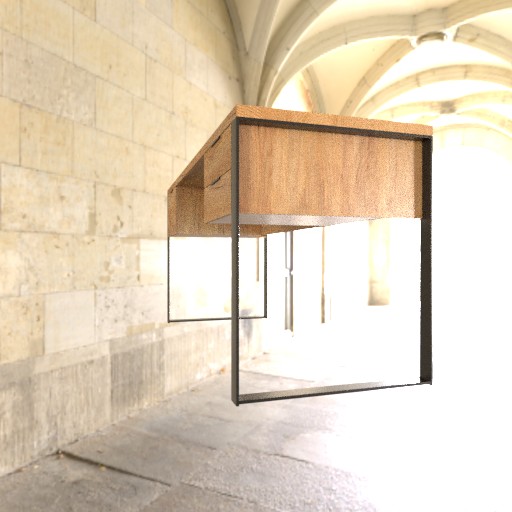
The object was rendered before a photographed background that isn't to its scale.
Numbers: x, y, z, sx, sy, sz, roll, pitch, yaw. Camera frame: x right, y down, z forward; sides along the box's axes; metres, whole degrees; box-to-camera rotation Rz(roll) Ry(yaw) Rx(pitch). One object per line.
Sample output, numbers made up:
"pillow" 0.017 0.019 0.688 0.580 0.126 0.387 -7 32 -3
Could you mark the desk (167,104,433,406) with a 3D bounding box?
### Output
"desk" 0.000 0.000 1.927 0.600 0.760 1.520 0 0 -18
